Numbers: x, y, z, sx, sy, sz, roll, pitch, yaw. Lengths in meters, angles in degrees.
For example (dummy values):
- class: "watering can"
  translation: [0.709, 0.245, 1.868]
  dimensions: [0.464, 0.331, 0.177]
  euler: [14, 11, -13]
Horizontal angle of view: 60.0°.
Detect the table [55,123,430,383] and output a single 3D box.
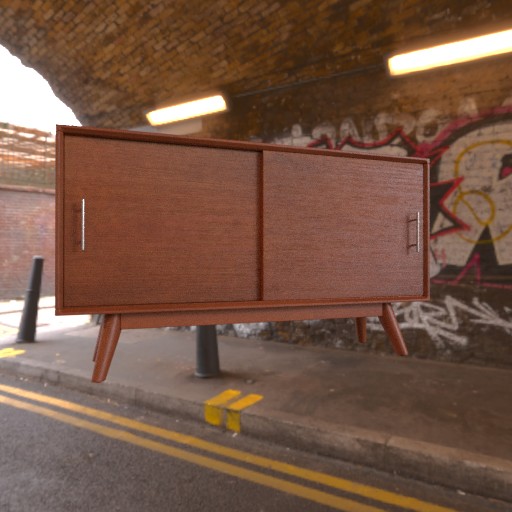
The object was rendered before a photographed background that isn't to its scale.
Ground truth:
- class: "table"
  translation: [0.000, 0.000, 1.498]
  dimensions: [1.220, 0.698, 0.308]
  euler: [0, 0, -20]
